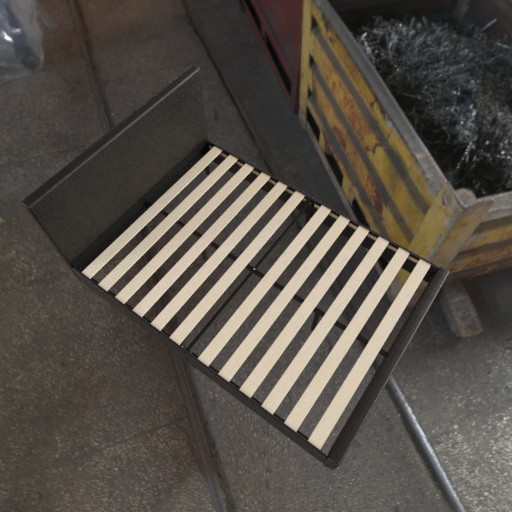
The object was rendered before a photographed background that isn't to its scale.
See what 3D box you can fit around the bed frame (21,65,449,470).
[{"bbox_3d":[0.000,0.000,2.864,2.152,1.046,1.469,32,64,17],"label":"bed frame"}]
